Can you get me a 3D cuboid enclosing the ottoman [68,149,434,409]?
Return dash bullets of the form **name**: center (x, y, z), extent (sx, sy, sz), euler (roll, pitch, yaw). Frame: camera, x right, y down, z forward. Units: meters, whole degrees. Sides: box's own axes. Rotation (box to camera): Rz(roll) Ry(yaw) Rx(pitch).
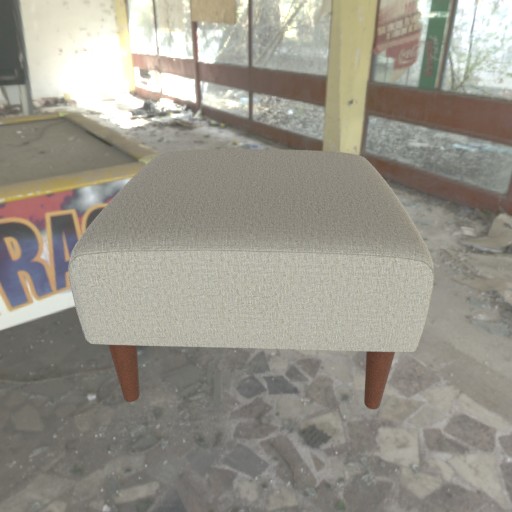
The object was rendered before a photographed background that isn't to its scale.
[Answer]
- **ottoman**: center (0.000, 0.000, 1.086), extent (0.648, 0.399, 0.655), euler (1, 27, 2)
